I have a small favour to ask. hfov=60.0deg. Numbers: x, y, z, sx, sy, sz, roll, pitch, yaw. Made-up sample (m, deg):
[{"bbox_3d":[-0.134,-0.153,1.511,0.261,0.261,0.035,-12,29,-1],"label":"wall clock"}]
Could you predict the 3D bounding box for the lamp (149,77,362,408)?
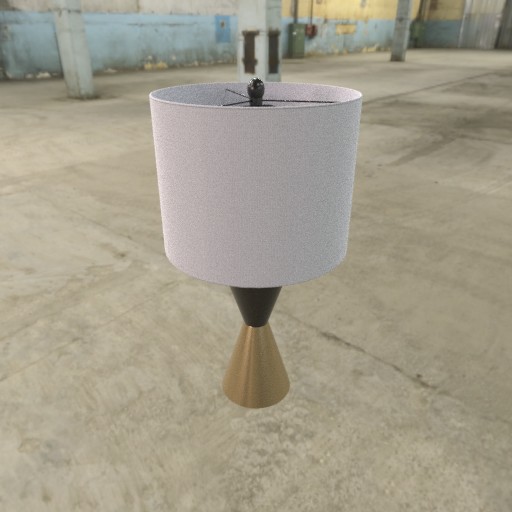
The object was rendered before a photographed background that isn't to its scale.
[{"bbox_3d":[0.000,0.000,0.765,0.304,0.573,0.304,-9,28,-18],"label":"lamp"}]
